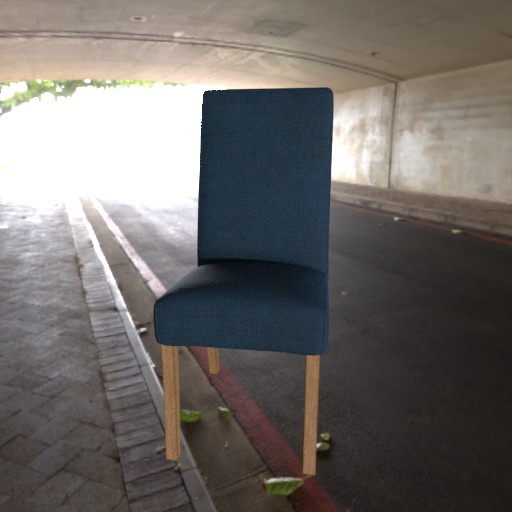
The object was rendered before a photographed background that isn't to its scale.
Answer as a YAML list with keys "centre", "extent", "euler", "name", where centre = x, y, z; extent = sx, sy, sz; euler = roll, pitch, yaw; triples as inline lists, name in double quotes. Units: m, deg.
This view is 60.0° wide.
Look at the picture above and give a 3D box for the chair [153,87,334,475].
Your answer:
- centre: [0.000, 0.000, 1.361]
  extent: [0.450, 1.029, 0.610]
  euler: [2, 14, 8]
  name: "chair"
